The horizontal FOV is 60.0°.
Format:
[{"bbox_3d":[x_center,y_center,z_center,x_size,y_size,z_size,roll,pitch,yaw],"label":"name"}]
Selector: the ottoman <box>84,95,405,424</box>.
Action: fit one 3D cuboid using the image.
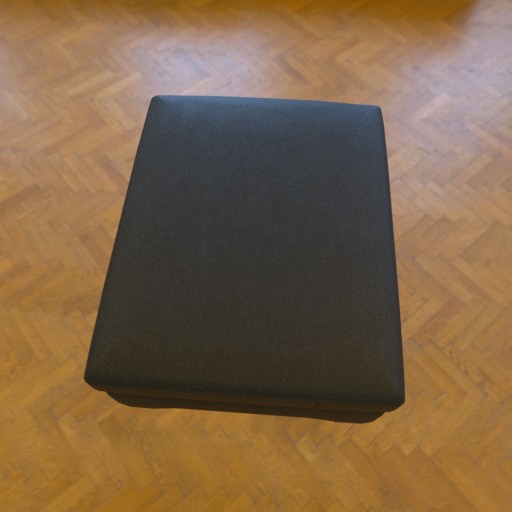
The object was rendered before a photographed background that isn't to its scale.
[{"bbox_3d":[0.000,0.000,1.788,0.967,0.696,1.187,4,63,2],"label":"ottoman"}]
